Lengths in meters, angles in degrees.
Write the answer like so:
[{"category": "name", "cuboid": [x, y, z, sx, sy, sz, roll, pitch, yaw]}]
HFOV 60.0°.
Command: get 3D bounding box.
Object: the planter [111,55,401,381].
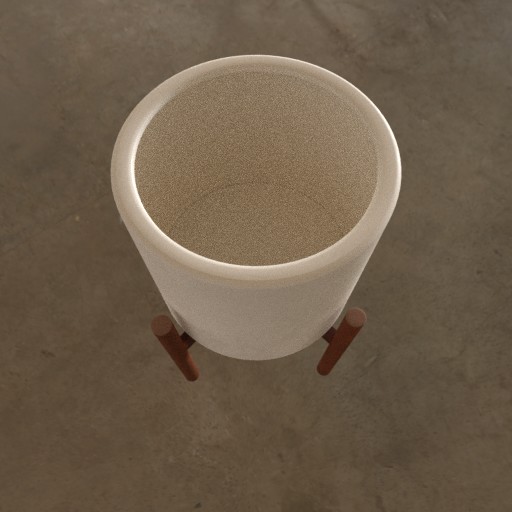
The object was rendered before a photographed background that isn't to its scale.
[{"category": "planter", "cuboid": [0.000, 0.000, 0.501, 0.224, 0.358, 0.224, -2, 64, -1]}]
